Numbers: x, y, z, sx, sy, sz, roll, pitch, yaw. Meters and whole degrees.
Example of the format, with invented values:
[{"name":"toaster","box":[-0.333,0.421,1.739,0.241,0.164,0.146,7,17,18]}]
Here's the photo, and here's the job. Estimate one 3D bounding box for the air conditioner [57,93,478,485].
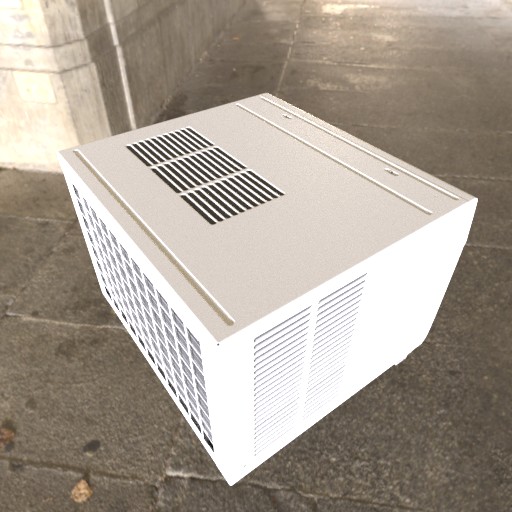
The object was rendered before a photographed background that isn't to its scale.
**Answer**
[{"name":"air conditioner","box":[0.000,0.000,1.042,0.599,0.455,0.645,-26,47,-27]}]
